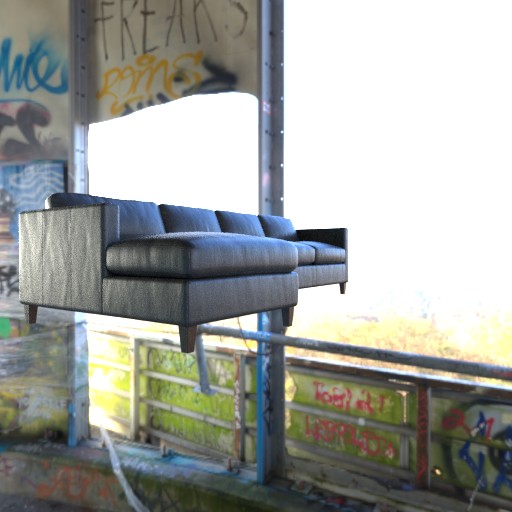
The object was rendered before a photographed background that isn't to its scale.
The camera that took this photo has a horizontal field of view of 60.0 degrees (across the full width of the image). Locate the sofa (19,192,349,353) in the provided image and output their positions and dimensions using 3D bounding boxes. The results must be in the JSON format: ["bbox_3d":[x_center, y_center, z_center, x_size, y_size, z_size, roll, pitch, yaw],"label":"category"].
[{"bbox_3d":[0.000,0.000,3.770,1.581,0.883,3.203,0,1,36],"label":"sofa"}]
